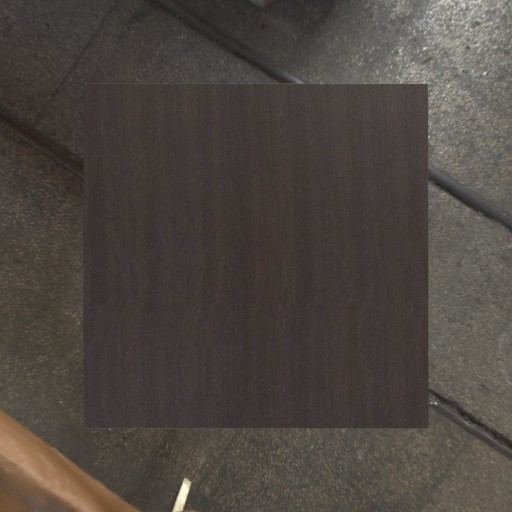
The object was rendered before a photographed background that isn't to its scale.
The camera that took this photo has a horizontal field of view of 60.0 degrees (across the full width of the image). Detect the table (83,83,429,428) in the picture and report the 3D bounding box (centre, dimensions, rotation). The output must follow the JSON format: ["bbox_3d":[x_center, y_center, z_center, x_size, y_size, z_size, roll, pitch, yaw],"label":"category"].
[{"bbox_3d":[0.000,0.000,1.176,0.762,0.396,0.762,0,90,0],"label":"table"}]
